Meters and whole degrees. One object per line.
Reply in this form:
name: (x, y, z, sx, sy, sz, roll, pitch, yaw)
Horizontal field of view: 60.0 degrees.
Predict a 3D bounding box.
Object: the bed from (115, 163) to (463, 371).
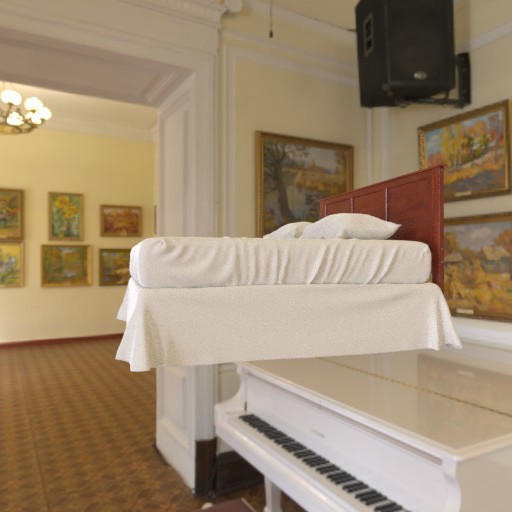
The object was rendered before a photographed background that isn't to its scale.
bed: (0.000, 0.000, 3.686, 2.219, 1.271, 2.314, 0, -1, -17)
